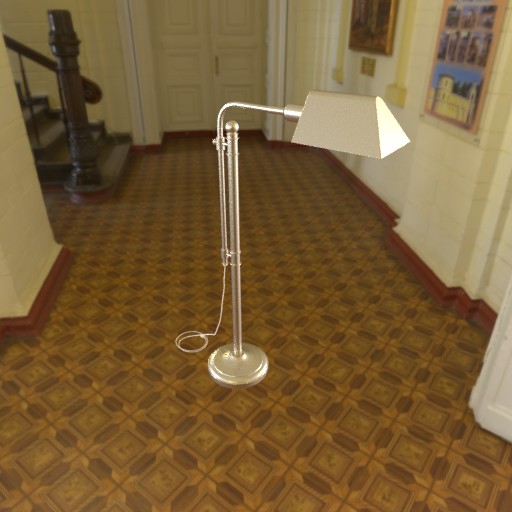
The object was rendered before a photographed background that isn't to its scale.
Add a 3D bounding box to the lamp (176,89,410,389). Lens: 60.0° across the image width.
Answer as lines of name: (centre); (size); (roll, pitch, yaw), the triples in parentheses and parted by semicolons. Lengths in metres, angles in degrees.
lamp: (0.000, 0.000, 0.968); (0.546, 0.708, 0.159); (20, 35, 32)
